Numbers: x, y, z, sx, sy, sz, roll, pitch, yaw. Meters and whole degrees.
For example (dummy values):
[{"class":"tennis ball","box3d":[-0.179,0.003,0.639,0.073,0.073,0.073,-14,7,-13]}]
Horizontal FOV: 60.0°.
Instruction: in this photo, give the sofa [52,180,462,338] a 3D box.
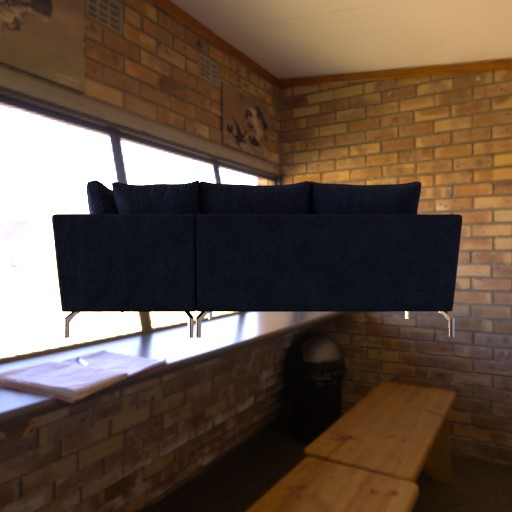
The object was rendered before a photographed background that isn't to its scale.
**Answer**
[{"class":"sofa","box3d":[0.000,0.000,3.881,2.472,0.988,2.463,0,0,-1]}]
